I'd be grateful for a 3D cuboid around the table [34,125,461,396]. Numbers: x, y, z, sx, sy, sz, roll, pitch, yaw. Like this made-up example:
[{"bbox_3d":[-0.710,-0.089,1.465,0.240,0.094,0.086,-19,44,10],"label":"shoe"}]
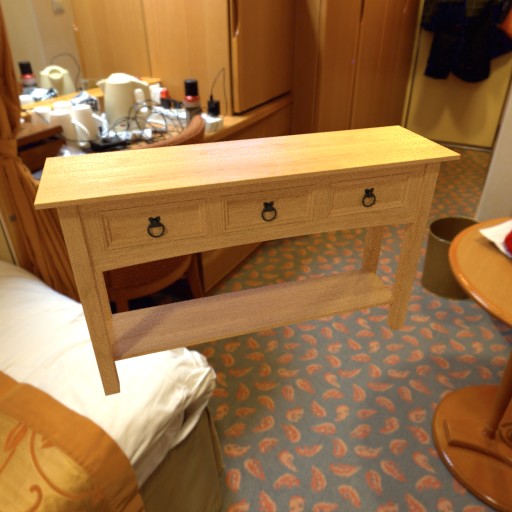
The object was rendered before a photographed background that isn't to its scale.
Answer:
[{"bbox_3d":[0.000,0.000,1.568,1.240,0.730,0.350,-9,33,-15],"label":"table"}]
